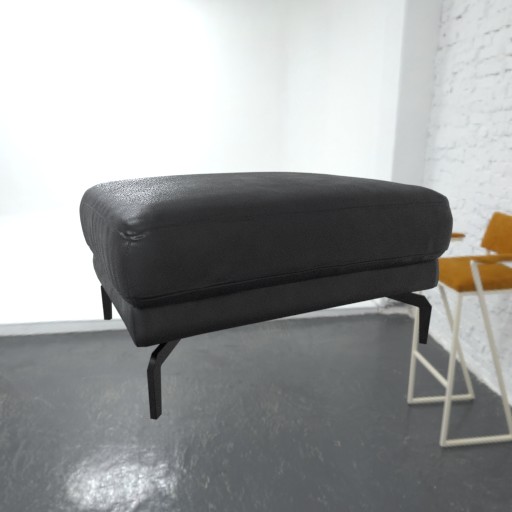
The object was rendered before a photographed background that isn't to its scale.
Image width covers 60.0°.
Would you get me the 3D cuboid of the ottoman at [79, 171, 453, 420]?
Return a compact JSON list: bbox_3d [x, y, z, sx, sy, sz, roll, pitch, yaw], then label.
[{"bbox_3d":[0.000,0.000,1.103,0.764,0.402,0.570,-7,16,-26],"label":"ottoman"}]
